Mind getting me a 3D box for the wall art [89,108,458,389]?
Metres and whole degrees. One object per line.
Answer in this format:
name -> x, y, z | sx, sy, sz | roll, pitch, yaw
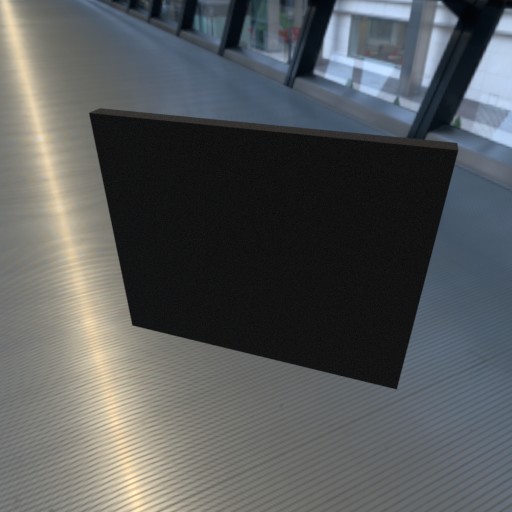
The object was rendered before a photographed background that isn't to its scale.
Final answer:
wall art -> 0.000, 0.000, 0.780 | 0.558, 0.457, 0.031 | 10, 34, 15
